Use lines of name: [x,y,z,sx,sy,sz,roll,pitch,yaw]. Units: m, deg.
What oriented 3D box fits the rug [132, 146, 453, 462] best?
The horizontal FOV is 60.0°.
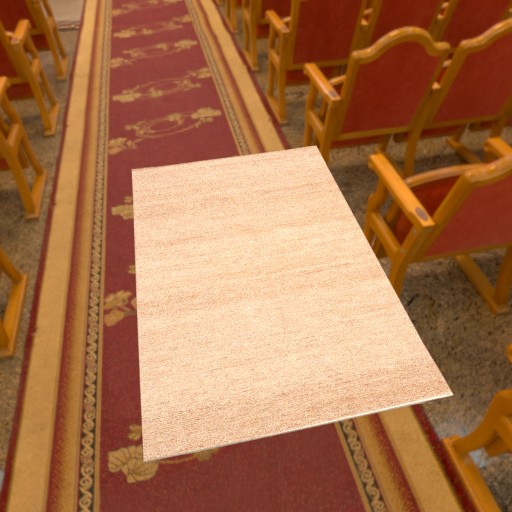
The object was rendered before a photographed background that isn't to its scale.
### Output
rug: [0.000,0.000,2.940,1.574,0.029,2.346,-9,47,-8]
